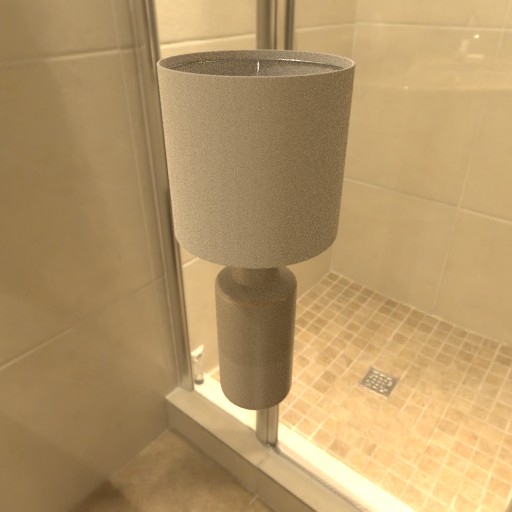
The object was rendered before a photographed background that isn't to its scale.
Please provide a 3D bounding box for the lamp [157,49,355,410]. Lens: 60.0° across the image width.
[{"bbox_3d":[0.000,0.000,0.606,0.212,0.493,0.212,1,31,1],"label":"lamp"}]
